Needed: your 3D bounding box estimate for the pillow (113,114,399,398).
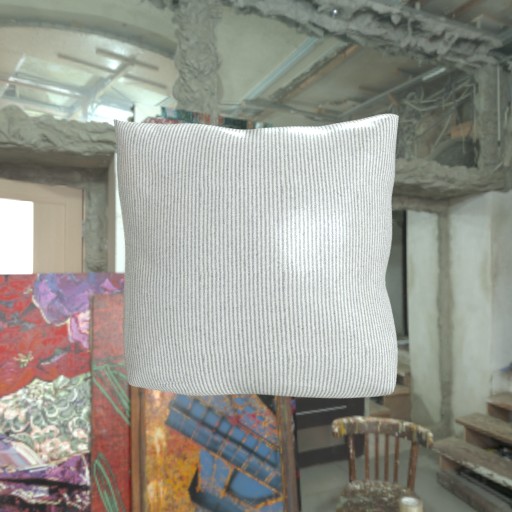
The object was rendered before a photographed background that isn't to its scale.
[{"bbox_3d":[0.000,0.000,0.696,0.387,0.432,0.310,-1,-2,37],"label":"pillow"}]
